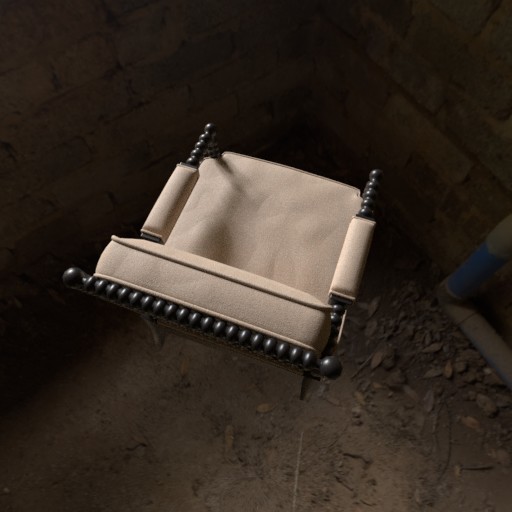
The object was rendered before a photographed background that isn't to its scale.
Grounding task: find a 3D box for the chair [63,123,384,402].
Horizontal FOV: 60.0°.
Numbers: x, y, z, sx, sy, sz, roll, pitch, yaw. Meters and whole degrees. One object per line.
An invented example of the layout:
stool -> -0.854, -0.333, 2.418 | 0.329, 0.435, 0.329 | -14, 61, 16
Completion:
chair -> 0.000, 0.000, 1.197 | 0.555, 0.703, 0.657 | 18, 65, 9
